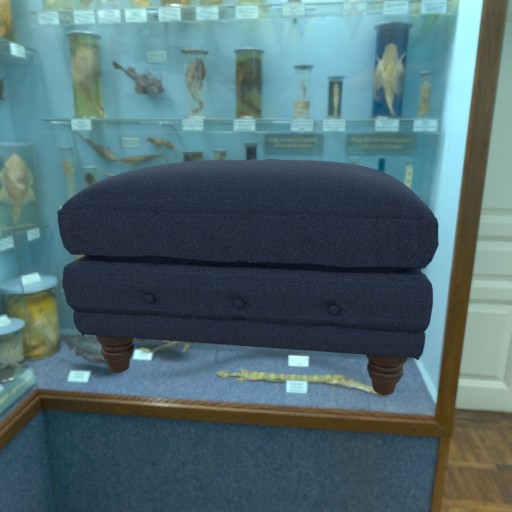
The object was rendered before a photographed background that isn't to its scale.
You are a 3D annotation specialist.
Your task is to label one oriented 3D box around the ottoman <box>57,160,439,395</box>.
[{"bbox_3d":[0.000,0.000,1.148,0.767,0.486,0.558,2,15,9],"label":"ottoman"}]
